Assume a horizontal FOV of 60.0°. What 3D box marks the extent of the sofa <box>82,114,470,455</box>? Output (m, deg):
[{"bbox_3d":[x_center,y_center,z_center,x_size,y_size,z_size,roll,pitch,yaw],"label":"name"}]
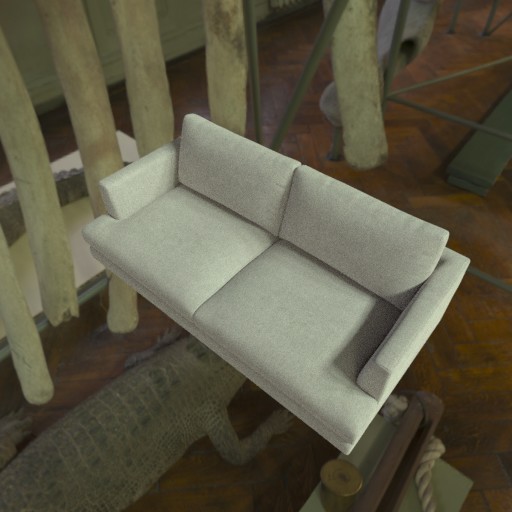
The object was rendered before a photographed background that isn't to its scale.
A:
[{"bbox_3d":[0.000,0.000,2.501,1.948,0.868,1.020,31,54,27],"label":"sofa"}]
